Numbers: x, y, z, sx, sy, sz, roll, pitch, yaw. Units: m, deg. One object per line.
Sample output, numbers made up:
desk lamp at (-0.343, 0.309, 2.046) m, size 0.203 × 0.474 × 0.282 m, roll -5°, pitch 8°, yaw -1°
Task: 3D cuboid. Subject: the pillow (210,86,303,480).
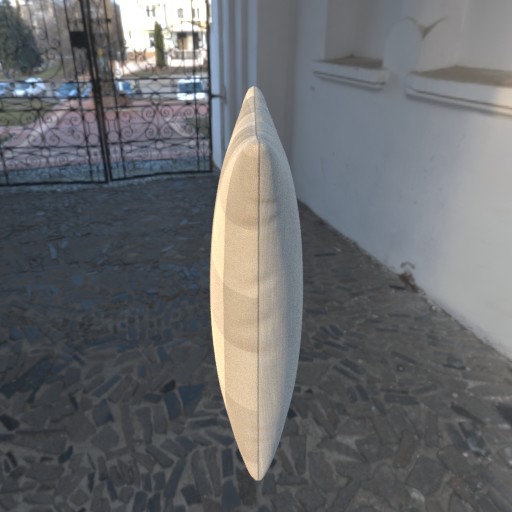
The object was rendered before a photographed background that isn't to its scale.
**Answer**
pillow at (0.000, 0.000, 0.779) m, size 0.161 × 0.509 × 0.511 m, roll 0°, pitch 27°, yaw -1°
